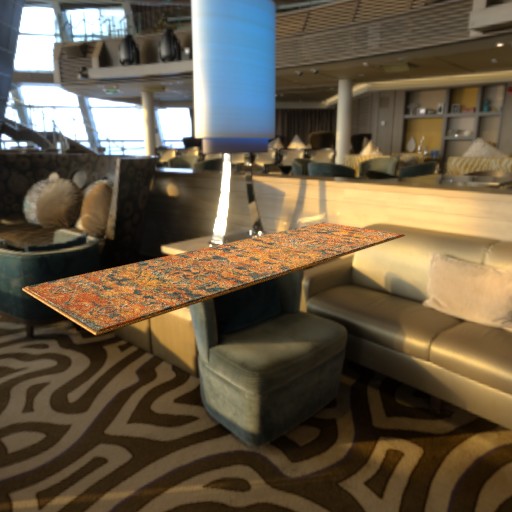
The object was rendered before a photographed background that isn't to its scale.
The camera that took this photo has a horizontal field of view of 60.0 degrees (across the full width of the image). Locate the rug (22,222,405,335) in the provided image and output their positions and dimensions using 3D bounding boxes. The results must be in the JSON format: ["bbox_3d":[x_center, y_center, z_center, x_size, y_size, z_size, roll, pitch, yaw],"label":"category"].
[{"bbox_3d":[0.000,0.000,2.019,0.556,0.013,1.820,14,20,42],"label":"rug"}]
